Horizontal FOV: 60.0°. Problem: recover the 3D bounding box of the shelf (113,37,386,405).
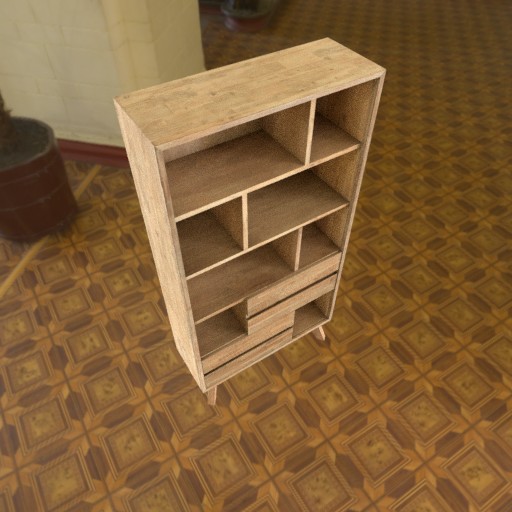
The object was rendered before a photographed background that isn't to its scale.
[{"bbox_3d":[0.000,0.000,1.809,0.748,1.471,0.308,-25,53,-21],"label":"shelf"}]
